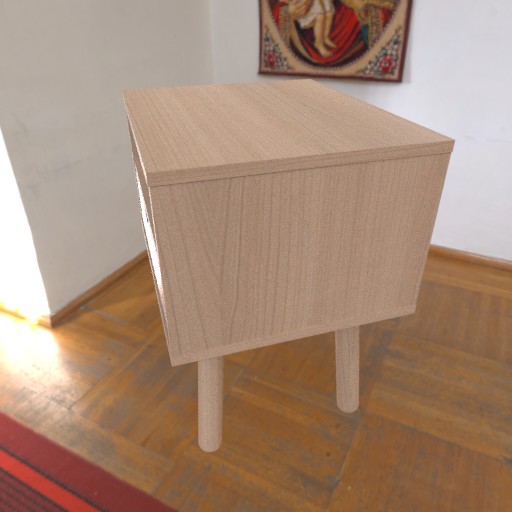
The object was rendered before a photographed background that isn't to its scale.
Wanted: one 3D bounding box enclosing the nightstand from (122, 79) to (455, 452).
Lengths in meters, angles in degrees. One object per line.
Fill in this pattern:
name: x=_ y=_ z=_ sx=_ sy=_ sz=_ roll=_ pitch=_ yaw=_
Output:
nightstand: x=0.000 y=0.000 z=0.825 sx=0.380 sy=0.530 sz=0.450 roll=-9 pitch=32 yaw=-15
